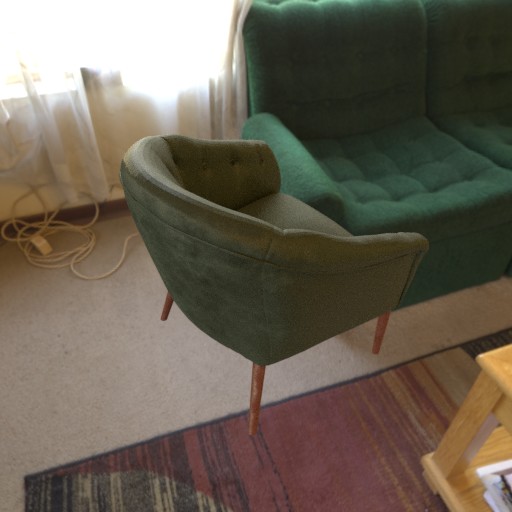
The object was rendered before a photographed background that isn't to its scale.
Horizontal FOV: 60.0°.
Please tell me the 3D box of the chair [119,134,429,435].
[{"bbox_3d":[0.000,0.000,1.542,0.776,0.885,0.851,-26,47,-27],"label":"chair"}]
